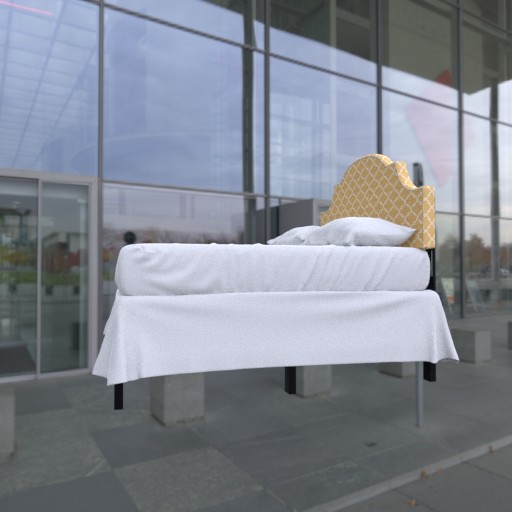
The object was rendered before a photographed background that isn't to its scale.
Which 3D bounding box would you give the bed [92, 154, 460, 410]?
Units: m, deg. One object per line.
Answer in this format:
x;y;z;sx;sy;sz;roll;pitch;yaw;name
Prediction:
0.000;0.000;3.326;2.222;1.633;1.780;0;-1;-17;bed
